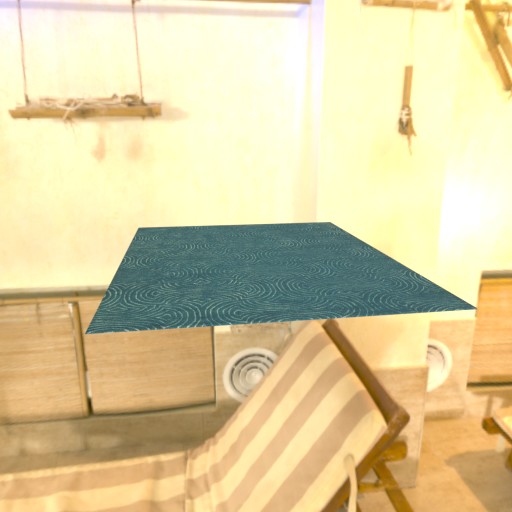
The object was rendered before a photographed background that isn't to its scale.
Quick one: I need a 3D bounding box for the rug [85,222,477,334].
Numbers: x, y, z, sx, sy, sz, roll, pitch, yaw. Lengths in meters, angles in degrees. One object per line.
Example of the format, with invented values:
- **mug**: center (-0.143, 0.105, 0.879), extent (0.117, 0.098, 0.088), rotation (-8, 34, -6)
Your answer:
- **rug**: center (0.000, 0.000, 4.135), extent (2.432, 0.012, 3.033), rotation (-2, 15, -9)
